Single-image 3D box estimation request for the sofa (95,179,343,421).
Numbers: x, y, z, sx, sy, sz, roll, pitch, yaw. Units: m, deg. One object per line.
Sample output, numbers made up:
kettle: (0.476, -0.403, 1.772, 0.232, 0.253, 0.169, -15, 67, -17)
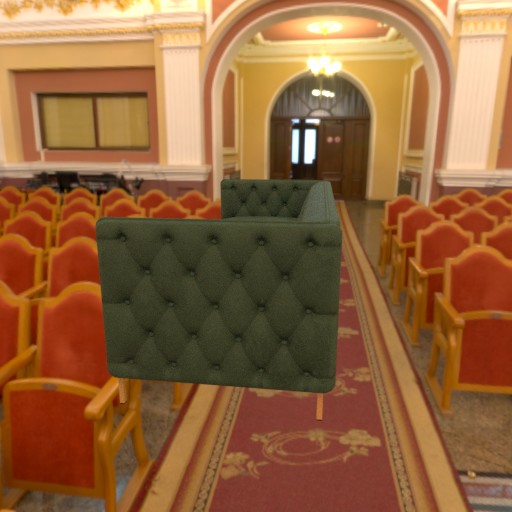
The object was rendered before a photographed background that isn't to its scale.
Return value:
sofa: (0.000, 0.000, 2.649, 0.895, 0.771, 2.209, 2, 14, 8)
